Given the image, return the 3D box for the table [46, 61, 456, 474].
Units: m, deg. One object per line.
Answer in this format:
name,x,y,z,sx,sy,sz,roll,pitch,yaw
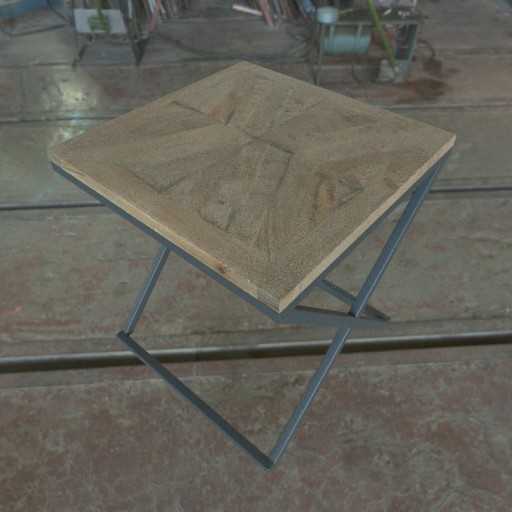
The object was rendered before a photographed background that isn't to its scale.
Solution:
table,0.000,0.000,0.946,0.499,0.550,0.498,31,53,28
